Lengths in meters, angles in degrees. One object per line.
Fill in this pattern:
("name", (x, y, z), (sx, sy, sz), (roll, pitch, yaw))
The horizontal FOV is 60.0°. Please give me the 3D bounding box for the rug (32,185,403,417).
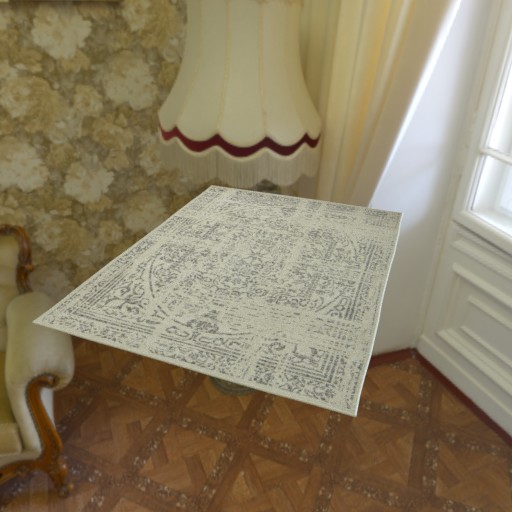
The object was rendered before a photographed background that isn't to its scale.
("rug", (0.000, 0.000, 3.971), (2.311, 0.032, 2.921), (11, 32, 18))
